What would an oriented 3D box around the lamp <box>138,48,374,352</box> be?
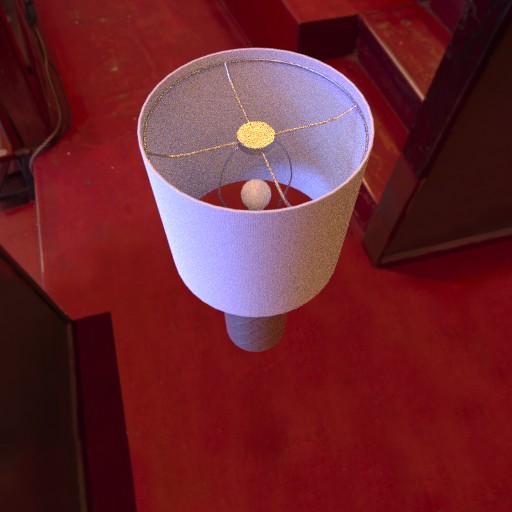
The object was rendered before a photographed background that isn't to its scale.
[{"bbox_3d":[0.000,0.000,0.586,0.207,0.461,0.207,-16,60,-9],"label":"lamp"}]
